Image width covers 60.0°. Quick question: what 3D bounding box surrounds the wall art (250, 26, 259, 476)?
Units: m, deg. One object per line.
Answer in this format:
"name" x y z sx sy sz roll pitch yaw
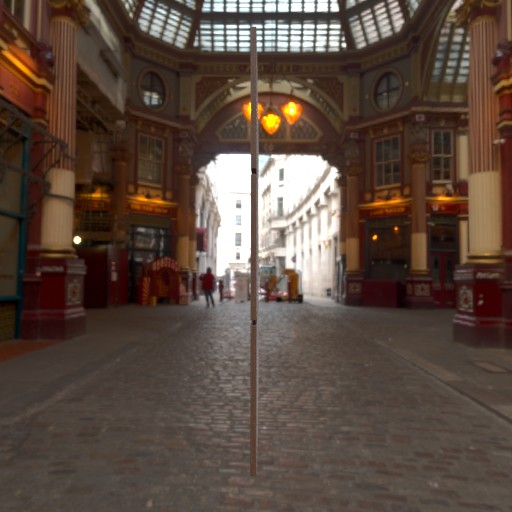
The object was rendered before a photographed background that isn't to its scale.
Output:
"wall art" 0.000 0.000 1.854 0.017 1.246 1.256 0 -2 1
